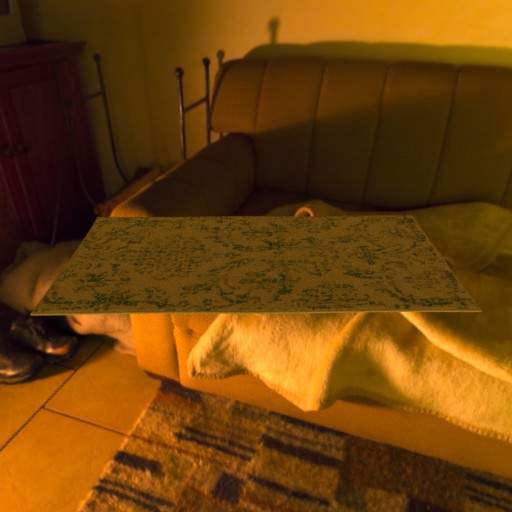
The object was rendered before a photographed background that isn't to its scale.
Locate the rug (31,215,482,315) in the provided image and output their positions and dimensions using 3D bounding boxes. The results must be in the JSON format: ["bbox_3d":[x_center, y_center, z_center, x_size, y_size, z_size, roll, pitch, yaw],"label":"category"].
[{"bbox_3d":[0.000,0.000,1.454,1.220,0.007,0.605,0,31,-1],"label":"rug"}]
